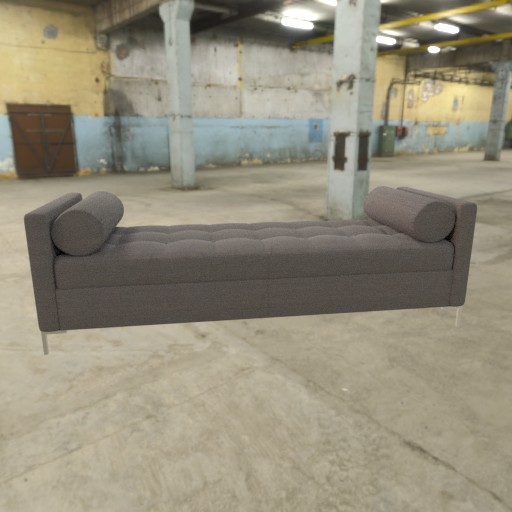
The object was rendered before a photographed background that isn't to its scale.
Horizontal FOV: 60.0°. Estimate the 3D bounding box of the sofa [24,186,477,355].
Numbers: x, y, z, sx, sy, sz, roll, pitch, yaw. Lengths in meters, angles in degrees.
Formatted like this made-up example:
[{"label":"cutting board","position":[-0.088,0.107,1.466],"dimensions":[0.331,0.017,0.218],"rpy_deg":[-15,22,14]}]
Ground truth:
[{"label":"sofa","position":[0.000,0.000,2.303],"dimensions":[1.981,0.635,0.686],"rpy_deg":[-2,15,-8]}]
